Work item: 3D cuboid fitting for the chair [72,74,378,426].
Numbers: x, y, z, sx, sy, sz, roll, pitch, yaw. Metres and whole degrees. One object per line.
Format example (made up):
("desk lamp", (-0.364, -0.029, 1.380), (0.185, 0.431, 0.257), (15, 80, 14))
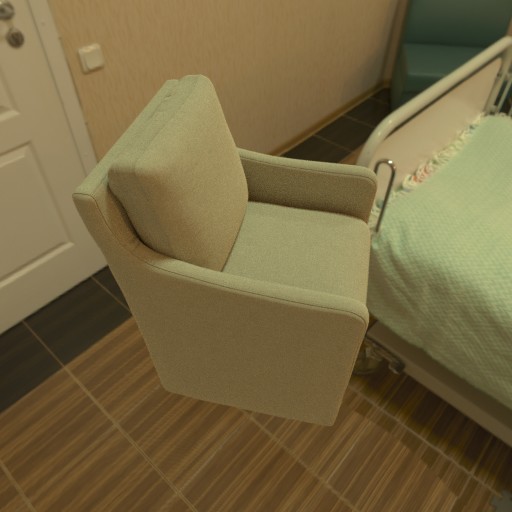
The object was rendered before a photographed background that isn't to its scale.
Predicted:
("chair", (0.000, 0.000, 1.378), (0.694, 0.914, 0.626), (9, 47, 9))
